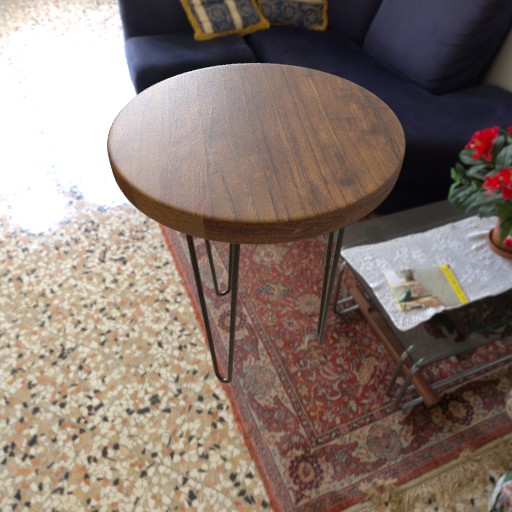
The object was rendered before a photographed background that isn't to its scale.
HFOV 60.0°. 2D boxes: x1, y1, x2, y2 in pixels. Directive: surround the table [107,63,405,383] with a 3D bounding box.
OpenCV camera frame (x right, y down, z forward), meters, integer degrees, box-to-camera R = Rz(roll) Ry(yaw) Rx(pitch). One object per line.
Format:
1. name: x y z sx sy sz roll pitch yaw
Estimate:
1. table: 0.000 0.000 0.793 0.400 0.520 0.400 0 46 0
